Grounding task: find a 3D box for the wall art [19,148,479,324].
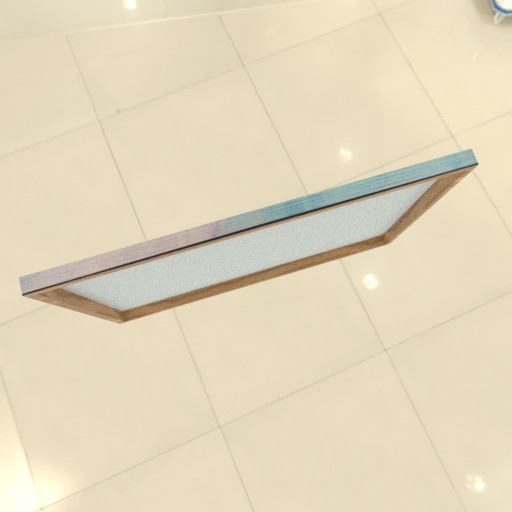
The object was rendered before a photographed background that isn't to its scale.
[{"bbox_3d":[0.000,0.000,1.144,0.911,0.605,0.037,-16,77,-4],"label":"wall art"}]
